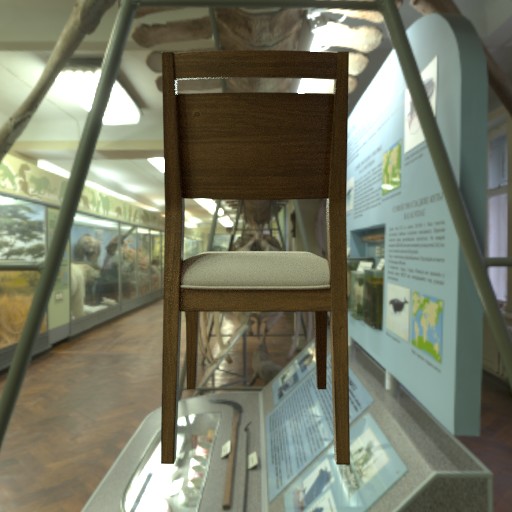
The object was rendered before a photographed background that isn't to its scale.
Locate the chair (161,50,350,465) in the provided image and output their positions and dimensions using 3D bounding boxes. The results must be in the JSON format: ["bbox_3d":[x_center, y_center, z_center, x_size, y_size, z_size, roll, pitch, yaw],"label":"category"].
[{"bbox_3d":[0.000,0.000,1.281,0.497,0.939,0.610,0,0,0],"label":"chair"}]
